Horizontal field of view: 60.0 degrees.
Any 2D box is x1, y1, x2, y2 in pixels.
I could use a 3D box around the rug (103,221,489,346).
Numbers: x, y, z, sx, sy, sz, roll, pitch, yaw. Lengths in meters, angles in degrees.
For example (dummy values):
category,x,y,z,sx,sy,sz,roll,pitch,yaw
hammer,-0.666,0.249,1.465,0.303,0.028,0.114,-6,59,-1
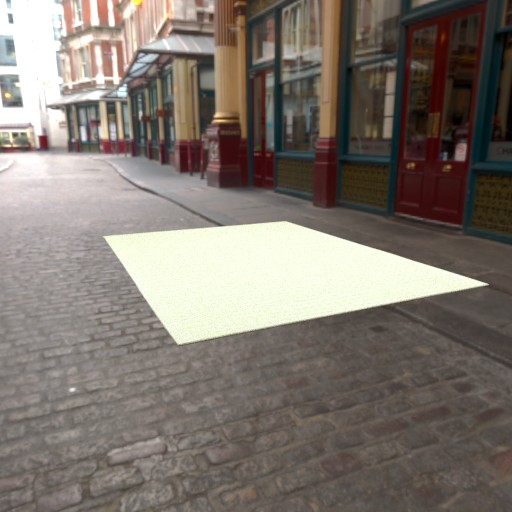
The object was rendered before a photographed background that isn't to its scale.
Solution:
category,x,y,z,sx,sy,sz,roll,pitch,yaw
rug,0.000,0.000,4.277,2.452,0.016,3.204,-7,15,-25
